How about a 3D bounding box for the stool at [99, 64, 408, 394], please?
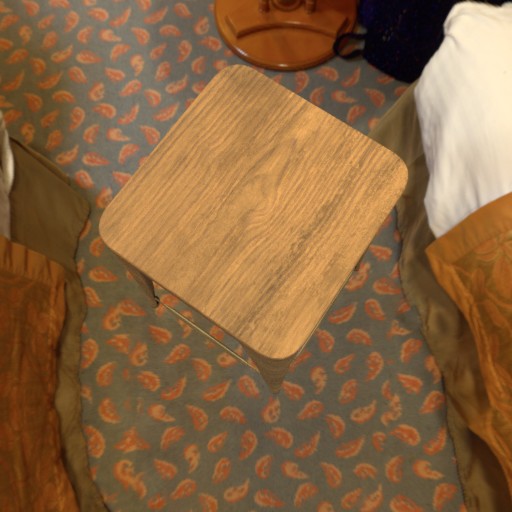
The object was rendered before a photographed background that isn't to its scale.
[{"bbox_3d":[0.000,0.000,0.880,0.407,0.607,0.407,34,78,8],"label":"stool"}]
